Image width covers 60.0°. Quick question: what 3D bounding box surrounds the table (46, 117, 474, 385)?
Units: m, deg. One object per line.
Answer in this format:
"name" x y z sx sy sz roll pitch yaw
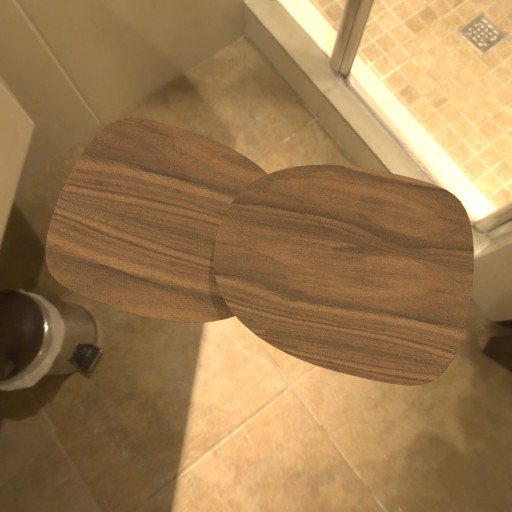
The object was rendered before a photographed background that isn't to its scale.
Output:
"table" 0.000 0.000 1.314 1.084 0.429 0.527 16 78 4
